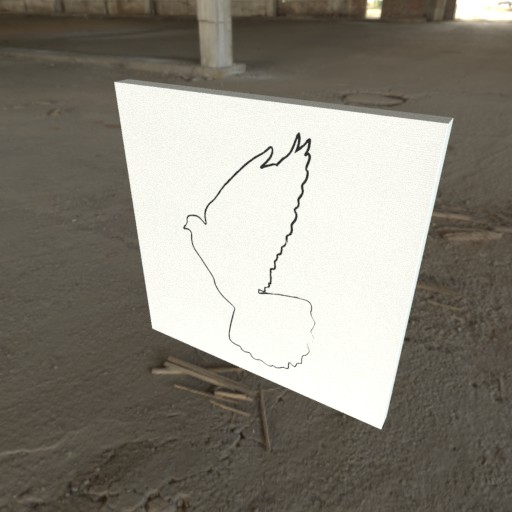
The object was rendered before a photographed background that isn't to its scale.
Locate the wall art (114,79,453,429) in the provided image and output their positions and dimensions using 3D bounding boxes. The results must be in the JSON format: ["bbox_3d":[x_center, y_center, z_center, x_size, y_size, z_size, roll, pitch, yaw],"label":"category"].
[{"bbox_3d":[0.000,0.000,0.886,0.610,0.610,0.038,17,35,26],"label":"wall art"}]
